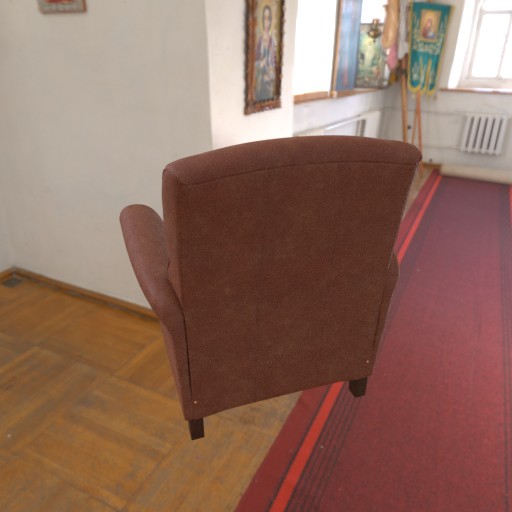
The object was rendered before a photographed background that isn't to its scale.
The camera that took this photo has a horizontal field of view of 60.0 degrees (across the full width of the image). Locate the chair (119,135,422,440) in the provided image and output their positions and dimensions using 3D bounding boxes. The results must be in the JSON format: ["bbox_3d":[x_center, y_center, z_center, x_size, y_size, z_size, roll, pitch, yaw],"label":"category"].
[{"bbox_3d":[0.000,0.000,1.748,0.978,1.061,0.902,-8,27,-17],"label":"chair"}]
